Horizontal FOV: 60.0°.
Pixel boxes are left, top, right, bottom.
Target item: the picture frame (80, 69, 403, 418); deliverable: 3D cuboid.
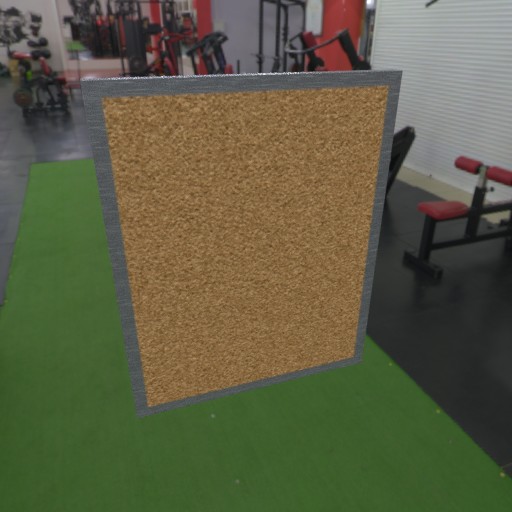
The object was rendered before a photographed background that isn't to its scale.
[{"bbox_3d":[0.000,0.000,0.734,0.454,0.559,0.029,-9,28,-17],"label":"picture frame"}]
